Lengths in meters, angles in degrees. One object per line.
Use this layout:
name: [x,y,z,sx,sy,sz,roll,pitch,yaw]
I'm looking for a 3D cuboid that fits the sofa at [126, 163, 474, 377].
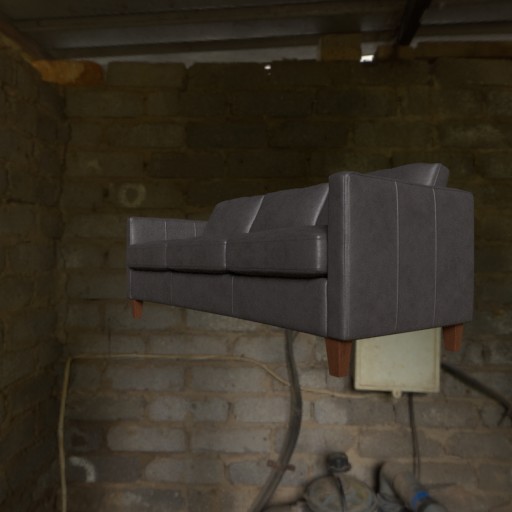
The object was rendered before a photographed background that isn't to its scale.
sofa: [0.000,0.000,2.969,1.045,1.006,2.464,0,-1,-36]
